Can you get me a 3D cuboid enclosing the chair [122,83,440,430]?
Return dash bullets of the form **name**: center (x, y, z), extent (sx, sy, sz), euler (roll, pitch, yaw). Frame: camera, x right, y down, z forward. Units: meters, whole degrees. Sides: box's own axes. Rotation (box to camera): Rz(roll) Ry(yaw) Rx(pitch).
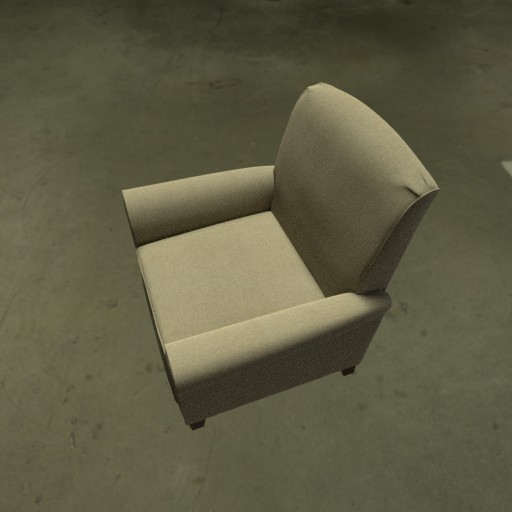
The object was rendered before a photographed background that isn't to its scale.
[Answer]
- **chair**: center (0.000, 0.000, 1.753), extent (0.905, 1.061, 0.978), euler (-15, 48, -14)
